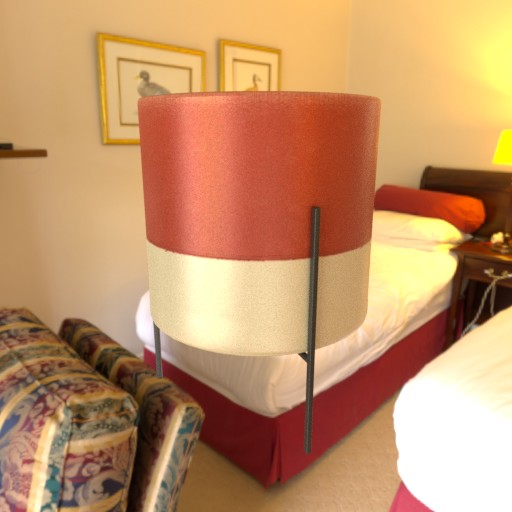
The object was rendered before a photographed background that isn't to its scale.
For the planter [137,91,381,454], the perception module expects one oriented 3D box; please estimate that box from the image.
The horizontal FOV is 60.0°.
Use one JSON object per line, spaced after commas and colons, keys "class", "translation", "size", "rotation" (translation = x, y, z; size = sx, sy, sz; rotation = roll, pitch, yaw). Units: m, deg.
{"class": "planter", "translation": [0.000, 0.000, 0.703], "size": [0.354, 0.465, 0.345], "rotation": [2, 16, 8]}
